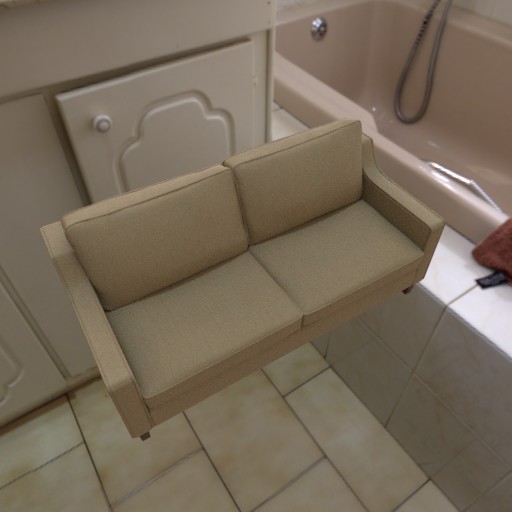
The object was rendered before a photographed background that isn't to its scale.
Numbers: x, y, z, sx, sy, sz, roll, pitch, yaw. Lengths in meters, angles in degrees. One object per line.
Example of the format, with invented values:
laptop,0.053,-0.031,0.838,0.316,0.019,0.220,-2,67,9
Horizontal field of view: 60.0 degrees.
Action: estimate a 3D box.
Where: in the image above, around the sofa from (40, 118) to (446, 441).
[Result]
sofa,0.000,0.000,2.791,2.178,1.071,1.066,-24,51,-21
